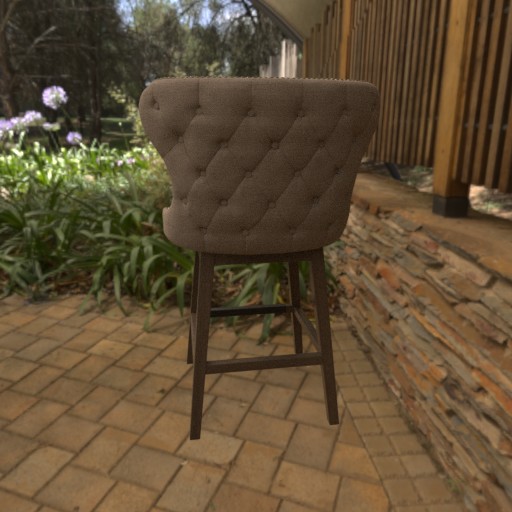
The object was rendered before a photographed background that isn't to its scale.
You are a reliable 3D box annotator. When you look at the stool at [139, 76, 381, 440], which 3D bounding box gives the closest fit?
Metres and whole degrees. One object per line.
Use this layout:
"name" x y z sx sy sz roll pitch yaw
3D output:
"stool" 0.000 0.000 1.356 0.615 0.972 0.597 -3 16 -9
